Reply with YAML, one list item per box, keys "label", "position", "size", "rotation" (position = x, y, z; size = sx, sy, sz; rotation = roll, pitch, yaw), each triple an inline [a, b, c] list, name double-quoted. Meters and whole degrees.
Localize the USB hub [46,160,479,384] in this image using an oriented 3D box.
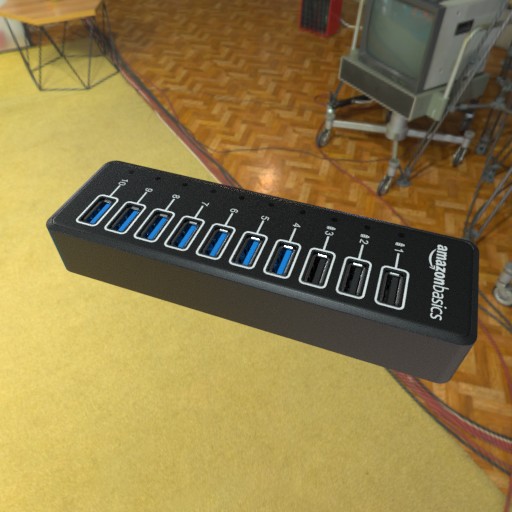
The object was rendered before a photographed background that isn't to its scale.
- label: "USB hub"
  position: [0.000, 0.000, 0.160]
  size: [0.145, 0.023, 0.044]
  rotation: [15, 49, 13]
